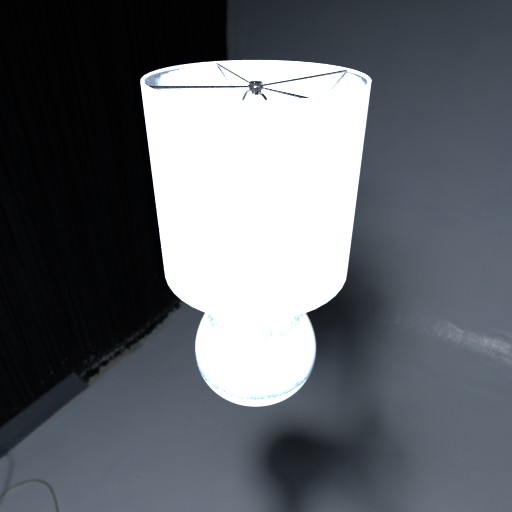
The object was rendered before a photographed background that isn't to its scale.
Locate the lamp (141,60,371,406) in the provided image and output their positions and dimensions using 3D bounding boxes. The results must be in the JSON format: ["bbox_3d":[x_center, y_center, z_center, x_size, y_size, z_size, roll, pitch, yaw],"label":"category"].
[{"bbox_3d":[0.000,0.000,0.530,0.216,0.404,0.216,20,36,29],"label":"lamp"}]
